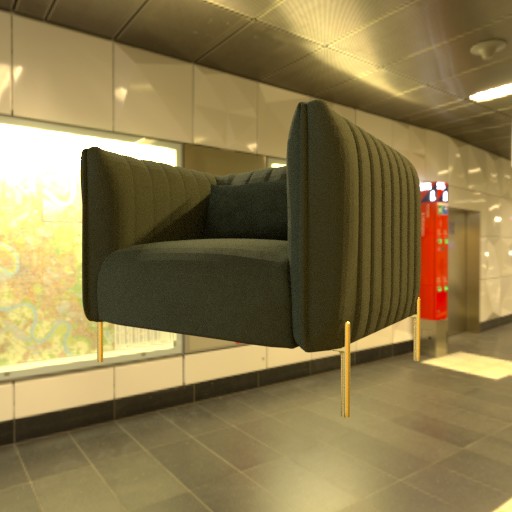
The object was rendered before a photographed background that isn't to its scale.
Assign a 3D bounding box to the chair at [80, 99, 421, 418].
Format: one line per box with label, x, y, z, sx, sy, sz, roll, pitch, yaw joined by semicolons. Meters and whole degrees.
chair;0.000;0.000;1.653;1.032;0.794;0.877;0;1;34
